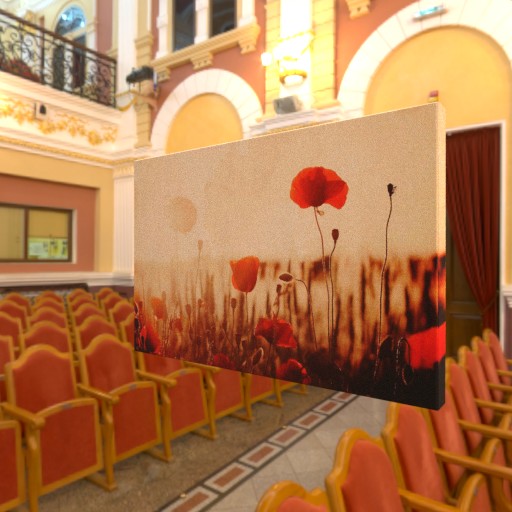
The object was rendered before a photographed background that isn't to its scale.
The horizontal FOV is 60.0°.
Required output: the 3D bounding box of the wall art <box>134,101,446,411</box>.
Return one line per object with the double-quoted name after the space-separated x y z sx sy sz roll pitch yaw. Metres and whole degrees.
0.000 0.000 0.770 0.613 0.402 0.040 0 0 36 "wall art"
